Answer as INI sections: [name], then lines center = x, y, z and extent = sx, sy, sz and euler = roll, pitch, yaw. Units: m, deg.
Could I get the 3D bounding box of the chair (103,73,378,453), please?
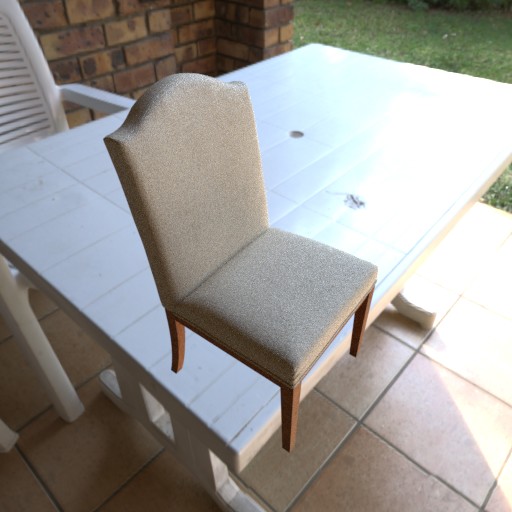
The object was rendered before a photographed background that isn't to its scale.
[chair]
center = 0.000, 0.000, 1.417
extent = 0.648, 1.012, 0.534
euler = 25, 46, 27
